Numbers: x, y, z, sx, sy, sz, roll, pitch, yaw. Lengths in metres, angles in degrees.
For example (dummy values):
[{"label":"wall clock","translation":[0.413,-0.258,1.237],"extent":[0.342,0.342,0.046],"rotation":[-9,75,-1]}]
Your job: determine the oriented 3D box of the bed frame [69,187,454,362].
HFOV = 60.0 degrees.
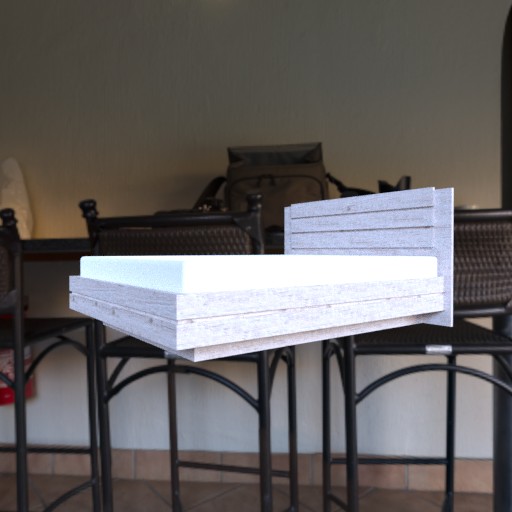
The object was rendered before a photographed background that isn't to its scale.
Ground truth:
[{"label":"bed frame","translation":[0.000,0.000,3.123],"extent":[2.080,0.970,1.750],"rotation":[-1,1,-37]}]
